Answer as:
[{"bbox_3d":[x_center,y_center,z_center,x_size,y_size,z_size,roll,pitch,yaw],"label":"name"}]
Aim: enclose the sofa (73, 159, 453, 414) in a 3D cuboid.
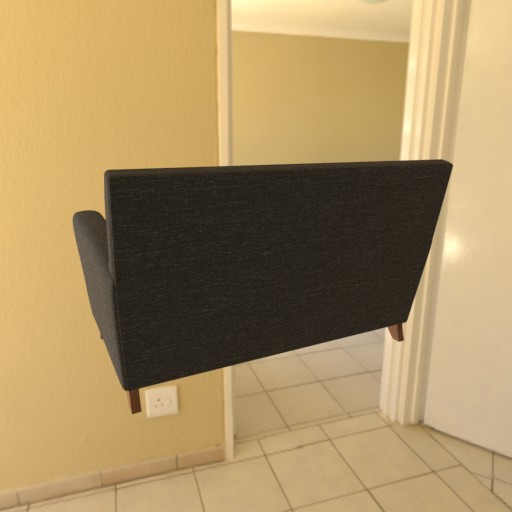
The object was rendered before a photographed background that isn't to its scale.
[{"bbox_3d":[0.000,0.000,1.971,1.420,0.846,0.875,-8,17,-26],"label":"sofa"}]
